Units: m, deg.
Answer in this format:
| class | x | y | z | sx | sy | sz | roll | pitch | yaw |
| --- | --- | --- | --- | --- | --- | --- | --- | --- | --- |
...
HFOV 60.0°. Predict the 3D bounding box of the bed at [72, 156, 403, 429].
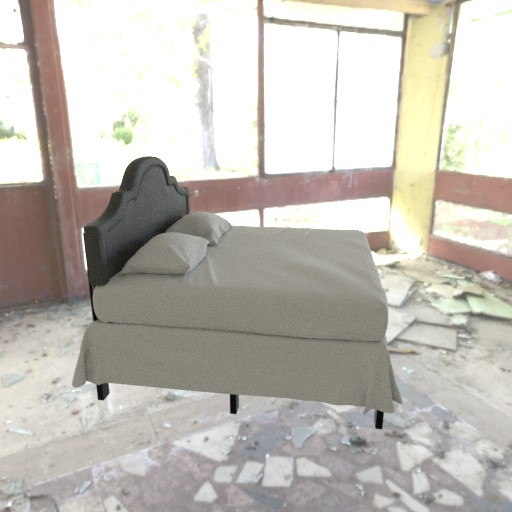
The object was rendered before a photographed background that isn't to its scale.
| class | x | y | z | sx | sy | sz | roll | pitch | yaw |
| --- | --- | --- | --- | --- | --- | --- | --- | --- | --- |
| bed | 0.000 | 0.000 | 3.755 | 2.222 | 1.631 | 2.303 | 3 | 17 | 9 |
